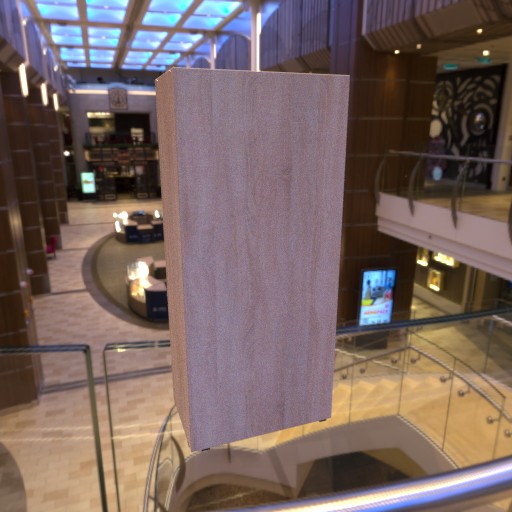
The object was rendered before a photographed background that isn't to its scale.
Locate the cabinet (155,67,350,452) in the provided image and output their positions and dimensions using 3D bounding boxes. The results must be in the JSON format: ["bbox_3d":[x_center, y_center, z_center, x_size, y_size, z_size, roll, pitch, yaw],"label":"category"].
[{"bbox_3d":[0.000,0.000,2.859,1.094,2.120,1.327,7,18,24],"label":"cabinet"}]
